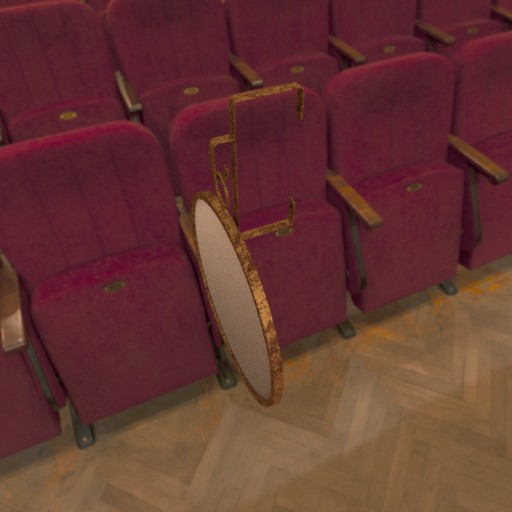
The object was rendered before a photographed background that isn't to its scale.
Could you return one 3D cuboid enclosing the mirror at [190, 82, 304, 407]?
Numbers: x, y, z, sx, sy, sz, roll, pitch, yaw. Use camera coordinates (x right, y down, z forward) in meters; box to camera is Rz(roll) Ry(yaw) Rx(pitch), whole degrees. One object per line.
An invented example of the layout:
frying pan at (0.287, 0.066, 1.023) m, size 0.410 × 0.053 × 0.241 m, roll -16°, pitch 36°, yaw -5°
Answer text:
mirror at (0.000, 0.000, 0.848) m, size 0.144 × 0.651 × 0.447 m, roll -18°, pitch 49°, yaw -16°
